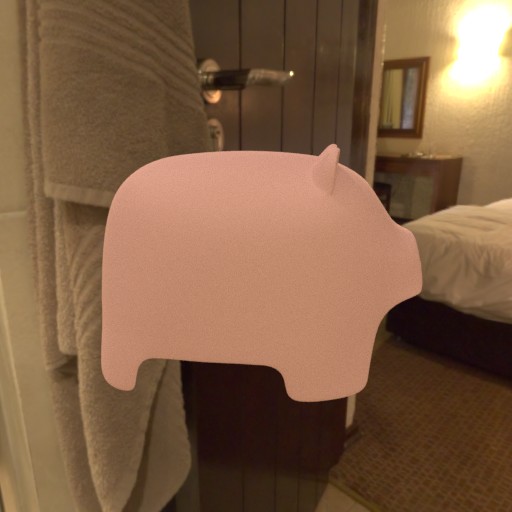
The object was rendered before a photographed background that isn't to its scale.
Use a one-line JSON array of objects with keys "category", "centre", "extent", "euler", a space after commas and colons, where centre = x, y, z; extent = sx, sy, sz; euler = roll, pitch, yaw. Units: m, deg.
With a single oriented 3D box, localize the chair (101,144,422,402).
[{"category": "chair", "centre": [0.000, 0.000, 0.872], "extent": [0.619, 0.423, 0.364], "euler": [2, 17, 8]}]
